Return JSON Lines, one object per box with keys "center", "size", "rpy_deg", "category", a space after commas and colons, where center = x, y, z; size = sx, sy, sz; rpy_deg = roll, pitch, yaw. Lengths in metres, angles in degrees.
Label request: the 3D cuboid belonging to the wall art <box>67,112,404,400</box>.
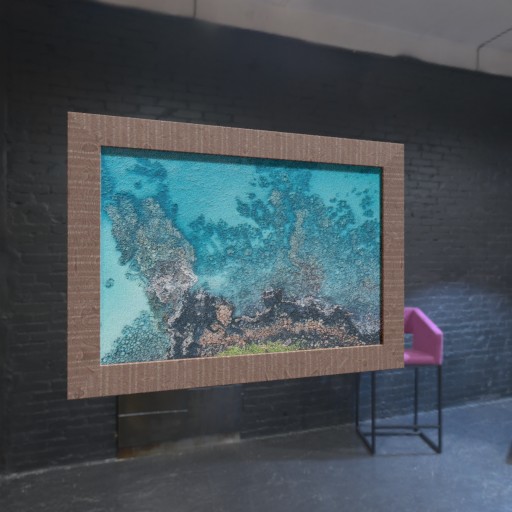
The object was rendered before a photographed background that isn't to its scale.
{"center": [0.000, 0.000, 1.346], "size": [1.056, 0.761, 0.020], "rpy_deg": [0, 0, -19], "category": "wall art"}
